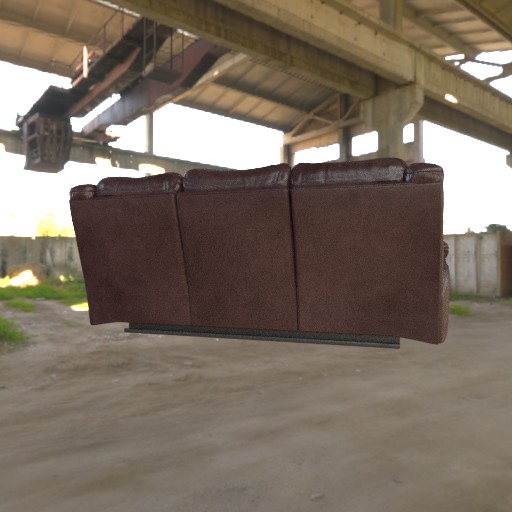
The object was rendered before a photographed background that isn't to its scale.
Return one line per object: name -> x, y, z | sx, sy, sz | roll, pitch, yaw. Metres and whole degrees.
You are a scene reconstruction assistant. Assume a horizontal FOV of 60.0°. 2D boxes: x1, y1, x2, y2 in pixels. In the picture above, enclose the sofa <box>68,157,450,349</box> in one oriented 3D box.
sofa -> 0.000, 0.000, 2.928 | 2.337, 1.043, 0.991 | 0, 0, 18
